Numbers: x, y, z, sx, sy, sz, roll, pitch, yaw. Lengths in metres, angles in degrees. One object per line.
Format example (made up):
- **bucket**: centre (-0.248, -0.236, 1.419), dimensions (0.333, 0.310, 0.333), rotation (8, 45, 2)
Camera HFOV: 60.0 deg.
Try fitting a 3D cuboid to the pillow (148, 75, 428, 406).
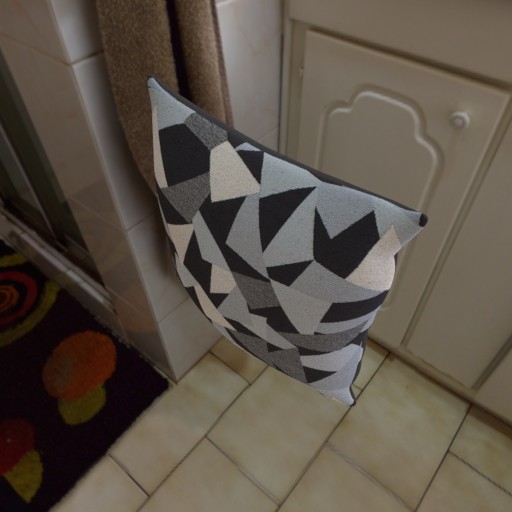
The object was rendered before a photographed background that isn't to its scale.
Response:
- **pillow**: centre (0.000, 0.000, 0.777), dimensions (0.503, 0.496, 0.208), rotation (34, 56, 27)
